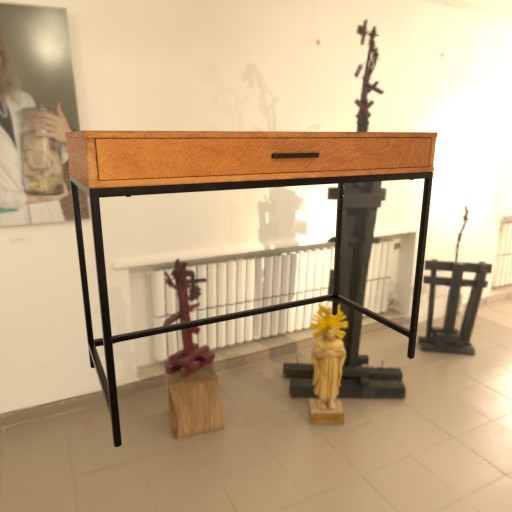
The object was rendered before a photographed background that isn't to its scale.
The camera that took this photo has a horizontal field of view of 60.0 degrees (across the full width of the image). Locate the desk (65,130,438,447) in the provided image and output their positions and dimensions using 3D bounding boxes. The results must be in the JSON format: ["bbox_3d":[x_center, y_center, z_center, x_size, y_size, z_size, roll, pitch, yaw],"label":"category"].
[{"bbox_3d":[0.000,0.000,1.416,1.016,0.762,0.470,-8,17,-26],"label":"desk"}]
